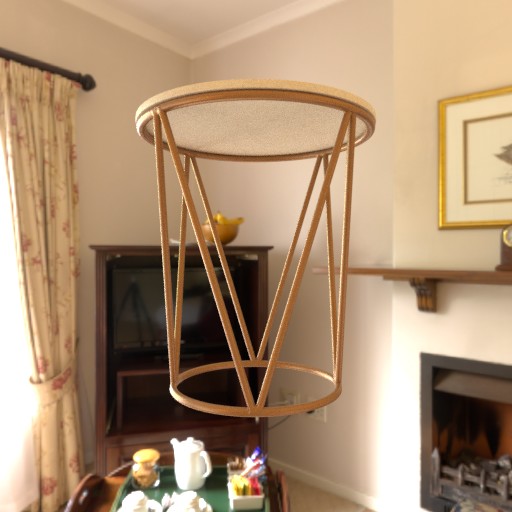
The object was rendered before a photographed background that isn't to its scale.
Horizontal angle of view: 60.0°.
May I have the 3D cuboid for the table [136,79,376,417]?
[{"bbox_3d":[0.000,0.000,0.954,0.500,0.564,0.500,0,0,0],"label":"table"}]
